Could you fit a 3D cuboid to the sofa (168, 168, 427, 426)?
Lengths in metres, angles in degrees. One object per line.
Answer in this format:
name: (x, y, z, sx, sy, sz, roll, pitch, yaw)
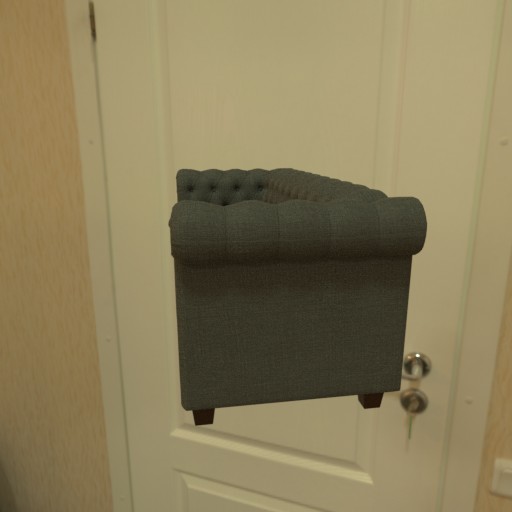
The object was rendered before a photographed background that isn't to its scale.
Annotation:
sofa: (0.000, 0.000, 2.214, 0.783, 0.797, 1.798, -2, 15, -9)
